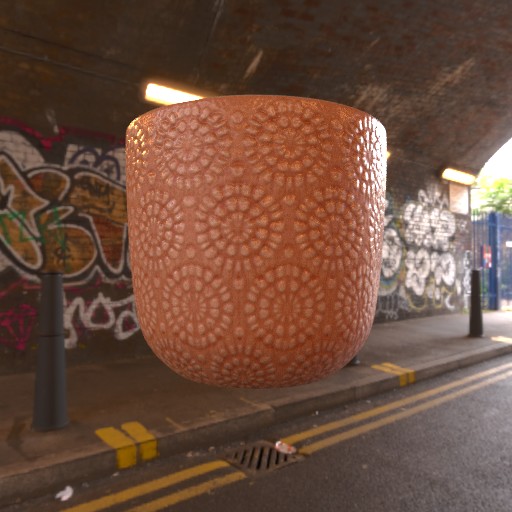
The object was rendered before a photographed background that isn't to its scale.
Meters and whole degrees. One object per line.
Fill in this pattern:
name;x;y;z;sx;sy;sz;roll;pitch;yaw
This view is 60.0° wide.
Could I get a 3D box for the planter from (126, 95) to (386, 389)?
planter;0.000;0.000;0.366;0.208;0.190;0.208;0;-1;0
